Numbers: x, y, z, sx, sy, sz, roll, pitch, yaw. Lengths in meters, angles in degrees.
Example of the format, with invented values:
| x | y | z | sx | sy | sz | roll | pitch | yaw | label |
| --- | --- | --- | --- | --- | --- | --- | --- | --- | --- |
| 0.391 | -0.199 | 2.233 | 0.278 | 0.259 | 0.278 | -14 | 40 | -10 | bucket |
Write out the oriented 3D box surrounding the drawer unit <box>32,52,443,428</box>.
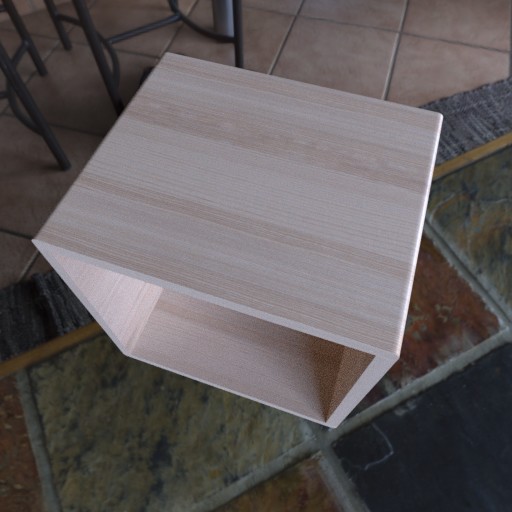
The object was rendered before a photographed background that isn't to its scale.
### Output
| x | y | z | sx | sy | sz | roll | pitch | yaw | label |
| --- | --- | --- | --- | --- | --- | --- | --- | --- | --- |
| 0.000 | 0.000 | 0.599 | 0.344 | 0.344 | 0.290 | 16 | 61 | 9 | drawer unit |
